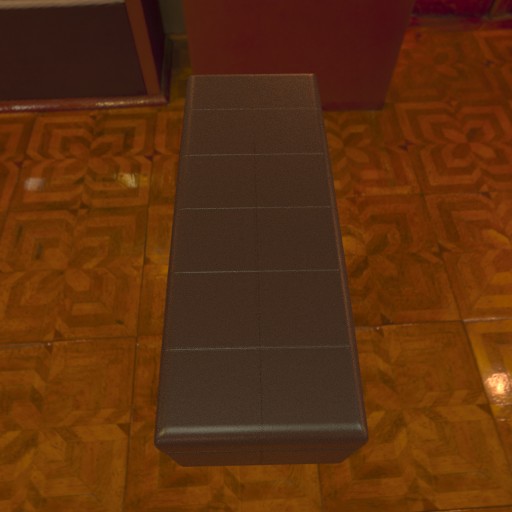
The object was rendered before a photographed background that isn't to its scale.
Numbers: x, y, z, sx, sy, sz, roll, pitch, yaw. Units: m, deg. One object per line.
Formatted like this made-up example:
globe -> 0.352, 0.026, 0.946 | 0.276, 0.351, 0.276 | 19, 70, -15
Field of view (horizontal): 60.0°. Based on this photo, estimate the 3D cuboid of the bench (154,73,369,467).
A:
bench -> 0.000, 0.000, 1.300 | 0.429, 0.457, 1.092 | -1, 58, -1
